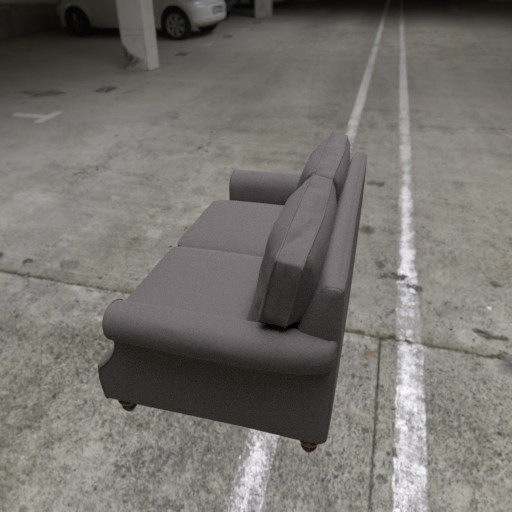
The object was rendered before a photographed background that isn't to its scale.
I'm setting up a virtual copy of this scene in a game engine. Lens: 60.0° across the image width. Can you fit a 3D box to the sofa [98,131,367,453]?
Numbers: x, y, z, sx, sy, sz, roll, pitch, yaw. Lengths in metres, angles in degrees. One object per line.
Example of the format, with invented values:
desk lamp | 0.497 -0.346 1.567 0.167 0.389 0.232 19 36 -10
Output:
sofa | 0.000 0.000 2.232 0.964 0.937 1.665 8 31 13
